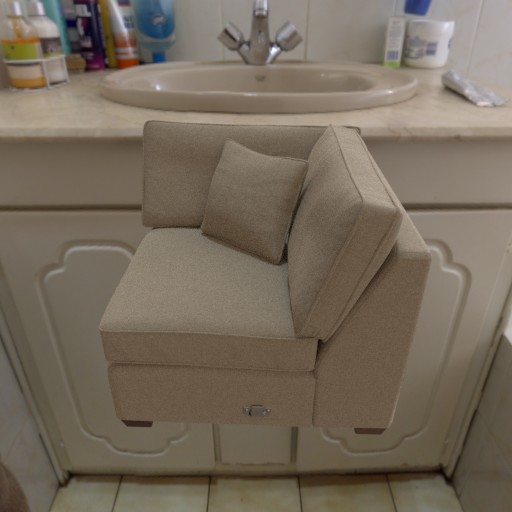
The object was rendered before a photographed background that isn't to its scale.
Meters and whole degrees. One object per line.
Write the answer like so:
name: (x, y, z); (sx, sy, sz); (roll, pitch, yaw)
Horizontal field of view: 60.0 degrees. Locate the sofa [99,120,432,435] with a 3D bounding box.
sofa: (0.000, 0.000, 1.923); (1.084, 1.002, 1.146); (1, 30, 2)
